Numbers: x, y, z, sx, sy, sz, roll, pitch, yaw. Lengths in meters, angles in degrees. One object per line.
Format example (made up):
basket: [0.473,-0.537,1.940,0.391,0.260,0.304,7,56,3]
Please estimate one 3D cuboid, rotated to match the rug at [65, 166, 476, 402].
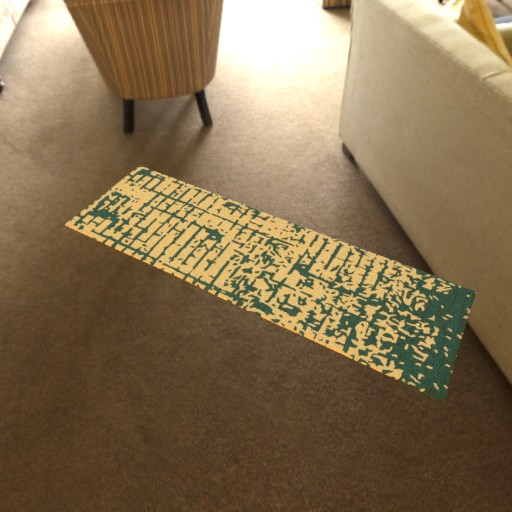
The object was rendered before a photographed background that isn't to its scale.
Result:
rug: [0.000,0.000,2.690,2.435,0.011,0.750,23,51,20]
